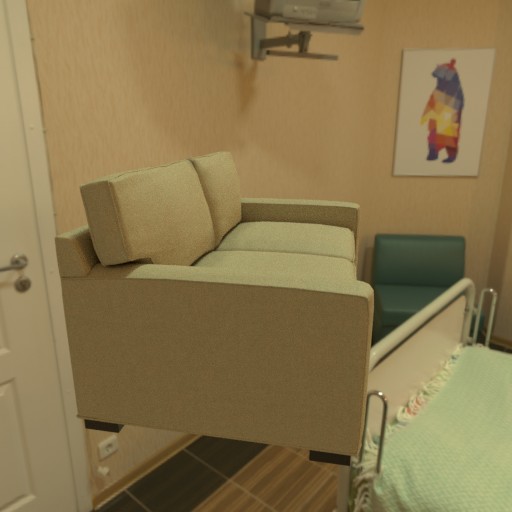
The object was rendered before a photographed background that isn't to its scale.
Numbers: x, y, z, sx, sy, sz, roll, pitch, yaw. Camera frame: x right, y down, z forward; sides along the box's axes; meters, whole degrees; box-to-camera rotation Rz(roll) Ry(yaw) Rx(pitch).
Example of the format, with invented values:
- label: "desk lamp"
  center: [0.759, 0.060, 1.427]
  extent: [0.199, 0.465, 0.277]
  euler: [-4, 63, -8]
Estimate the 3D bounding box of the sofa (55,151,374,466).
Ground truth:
- label: "sofa"
  center: [0.000, 0.000, 1.988]
  extent: [0.942, 0.853, 1.484]
  euler: [3, 17, 11]
